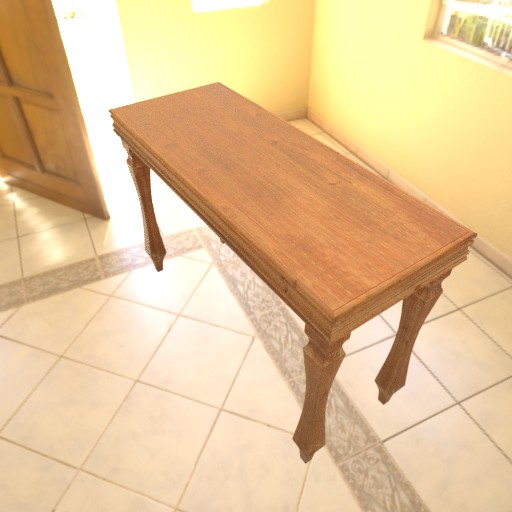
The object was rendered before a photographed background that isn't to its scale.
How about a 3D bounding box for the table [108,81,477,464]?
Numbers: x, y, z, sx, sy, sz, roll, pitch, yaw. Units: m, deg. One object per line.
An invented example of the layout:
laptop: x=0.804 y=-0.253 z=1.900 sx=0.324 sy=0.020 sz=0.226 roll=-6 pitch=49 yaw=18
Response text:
table: x=0.000 y=0.000 z=1.771 sx=0.522 sy=0.873 sz=1.330 roll=-25 pitch=47 yaw=-25
